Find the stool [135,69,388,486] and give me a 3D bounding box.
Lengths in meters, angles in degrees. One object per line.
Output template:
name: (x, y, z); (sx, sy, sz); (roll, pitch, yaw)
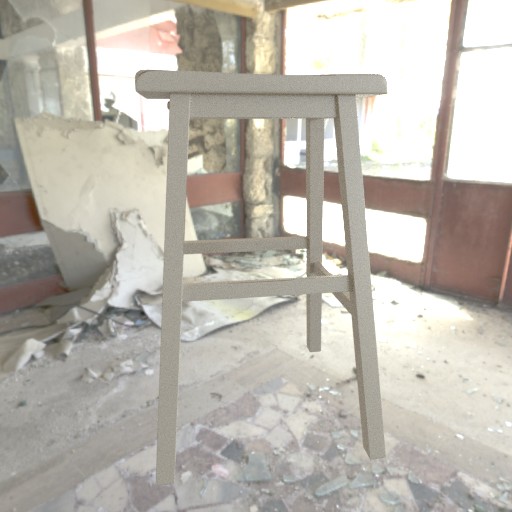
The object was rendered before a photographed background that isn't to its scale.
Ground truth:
stool: (0.000, 0.000, 0.983); (0.457, 0.737, 0.476); (-3, 17, -9)
